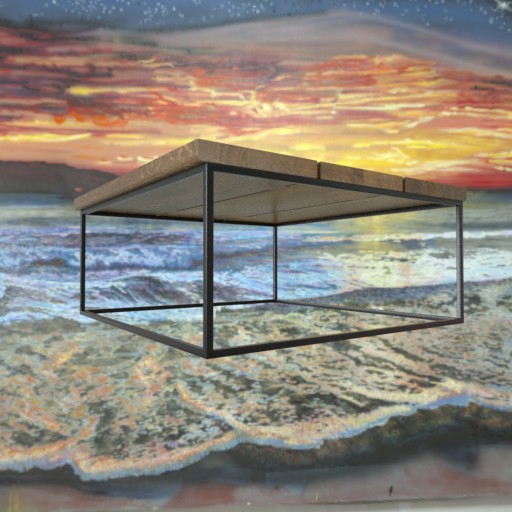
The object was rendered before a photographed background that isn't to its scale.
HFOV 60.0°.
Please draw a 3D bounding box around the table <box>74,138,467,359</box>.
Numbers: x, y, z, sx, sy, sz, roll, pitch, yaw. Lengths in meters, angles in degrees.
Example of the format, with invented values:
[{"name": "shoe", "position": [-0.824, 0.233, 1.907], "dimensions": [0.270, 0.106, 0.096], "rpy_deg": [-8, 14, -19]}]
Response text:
[{"name": "table", "position": [0.000, 0.000, 1.422], "dimensions": [0.900, 0.400, 0.900], "rpy_deg": [1, -1, -35]}]
